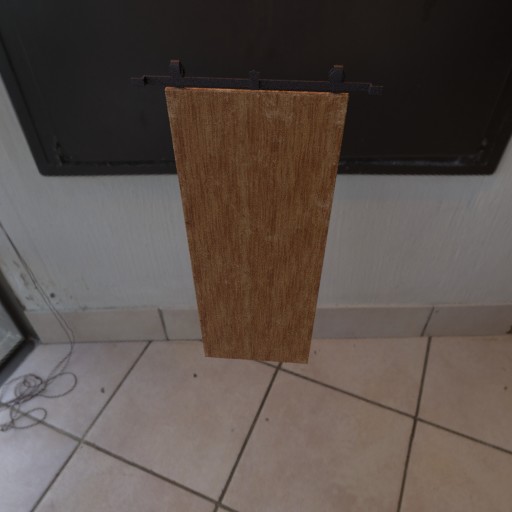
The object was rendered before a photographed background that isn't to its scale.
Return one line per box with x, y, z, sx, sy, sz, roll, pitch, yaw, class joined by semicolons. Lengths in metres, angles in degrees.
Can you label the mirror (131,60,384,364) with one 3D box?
0.000;0.000;2.091;0.847;1.793;0.042;3;45;3;mirror
